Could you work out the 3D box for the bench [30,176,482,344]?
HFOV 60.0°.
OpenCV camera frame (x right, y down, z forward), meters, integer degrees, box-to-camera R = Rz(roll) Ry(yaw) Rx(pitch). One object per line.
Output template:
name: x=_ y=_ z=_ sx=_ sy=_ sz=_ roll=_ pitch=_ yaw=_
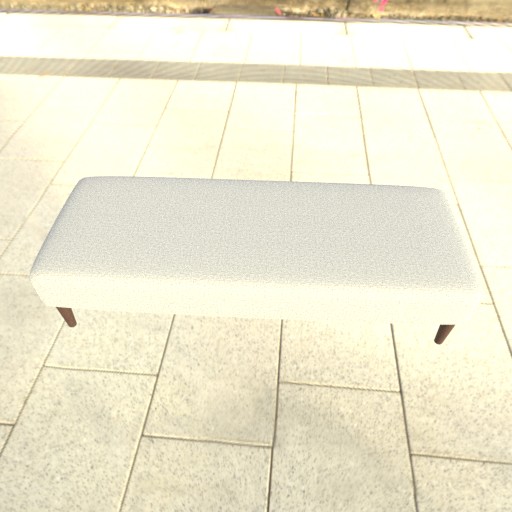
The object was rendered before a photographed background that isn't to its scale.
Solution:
bench: x=0.000 y=0.000 z=1.852 sx=1.598 sy=0.383 sz=0.631 roll=2 pitch=47 yaw=2
